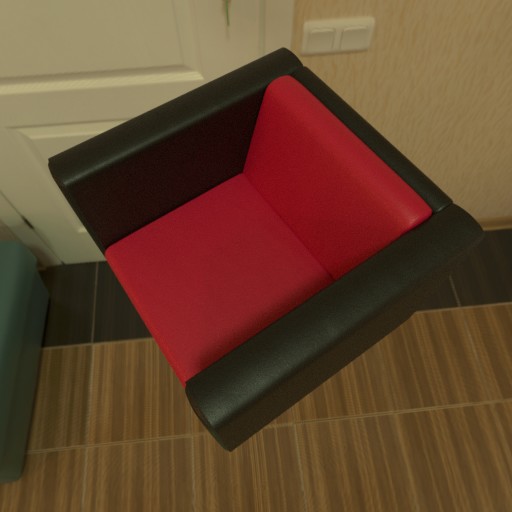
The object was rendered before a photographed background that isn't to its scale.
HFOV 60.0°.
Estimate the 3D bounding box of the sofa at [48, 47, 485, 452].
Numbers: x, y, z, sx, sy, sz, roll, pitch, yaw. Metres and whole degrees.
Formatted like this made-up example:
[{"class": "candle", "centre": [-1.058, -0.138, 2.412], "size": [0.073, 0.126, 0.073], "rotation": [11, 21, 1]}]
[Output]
[{"class": "sofa", "centre": [0.000, 0.000, 1.425], "size": [0.809, 0.724, 0.839], "rotation": [-32, 67, -15]}]
